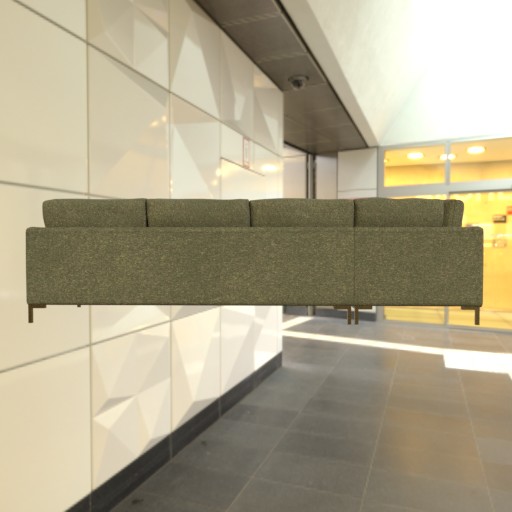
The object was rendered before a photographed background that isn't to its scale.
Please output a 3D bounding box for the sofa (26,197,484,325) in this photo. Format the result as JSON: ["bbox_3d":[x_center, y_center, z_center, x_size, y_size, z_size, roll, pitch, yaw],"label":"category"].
[{"bbox_3d":[0.000,0.000,3.781,2.949,0.815,2.007,0,2,1],"label":"sofa"}]
